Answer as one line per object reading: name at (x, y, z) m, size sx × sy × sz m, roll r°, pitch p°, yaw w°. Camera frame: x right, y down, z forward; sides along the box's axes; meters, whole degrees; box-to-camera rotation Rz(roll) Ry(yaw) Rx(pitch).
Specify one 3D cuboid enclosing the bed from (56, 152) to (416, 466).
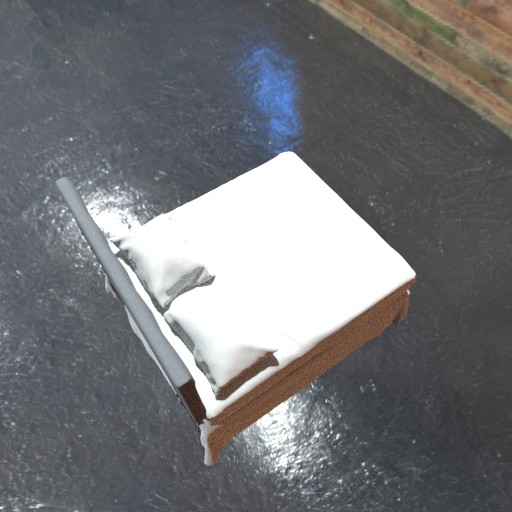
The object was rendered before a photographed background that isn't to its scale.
bed at (0.000, 0.000, 3.471) m, size 2.222 × 1.577 × 1.936 m, roll -30°, pitch 63°, yaw -18°
